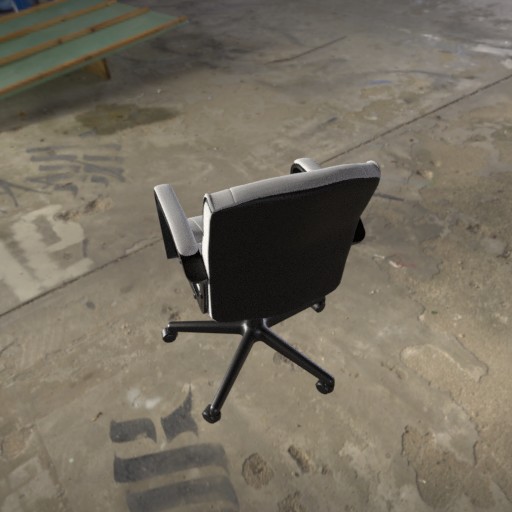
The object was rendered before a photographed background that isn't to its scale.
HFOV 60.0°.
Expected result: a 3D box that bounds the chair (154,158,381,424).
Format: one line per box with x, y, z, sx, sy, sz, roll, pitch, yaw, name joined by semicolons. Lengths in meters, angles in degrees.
0.000;0.000;1.553;0.739;1.004;0.717;-13;43;-15;chair
